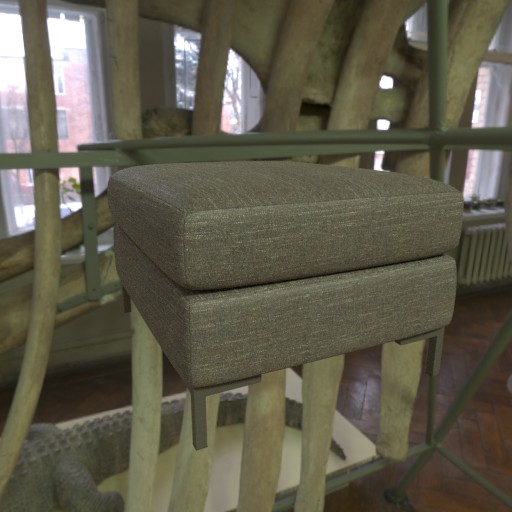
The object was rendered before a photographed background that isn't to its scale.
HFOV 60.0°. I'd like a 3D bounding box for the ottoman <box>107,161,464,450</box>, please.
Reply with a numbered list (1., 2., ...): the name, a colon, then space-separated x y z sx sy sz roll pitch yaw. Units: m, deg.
1. ottoman: 0.000 0.000 1.218 0.671 0.490 0.820 -7 17 -25
